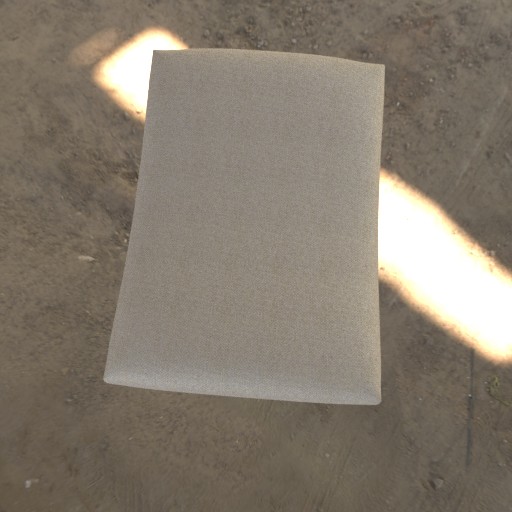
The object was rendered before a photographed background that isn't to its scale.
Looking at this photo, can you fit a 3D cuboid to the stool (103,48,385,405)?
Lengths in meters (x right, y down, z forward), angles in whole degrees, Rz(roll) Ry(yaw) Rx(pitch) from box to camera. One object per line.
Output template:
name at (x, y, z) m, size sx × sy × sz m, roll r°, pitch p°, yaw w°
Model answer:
stool at (0.000, 0.000, 0.901) m, size 0.375 × 0.632 × 0.509 m, roll 4°, pitch 77°, yaw 1°
